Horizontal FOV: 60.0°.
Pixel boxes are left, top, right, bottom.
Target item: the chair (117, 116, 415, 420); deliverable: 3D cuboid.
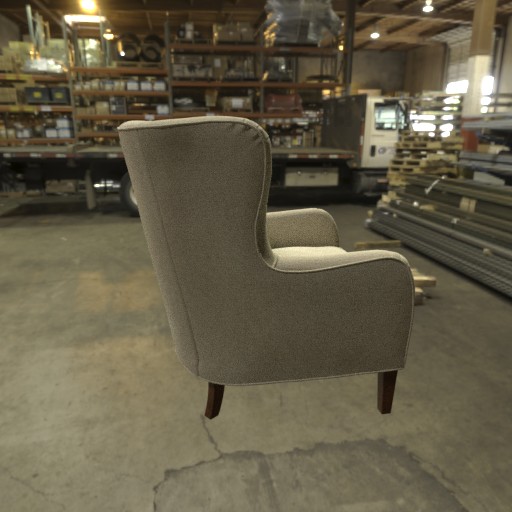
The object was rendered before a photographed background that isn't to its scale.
[{"bbox_3d":[0.000,0.000,1.752,0.966,1.040,0.838,-3,17,-10],"label":"chair"}]
